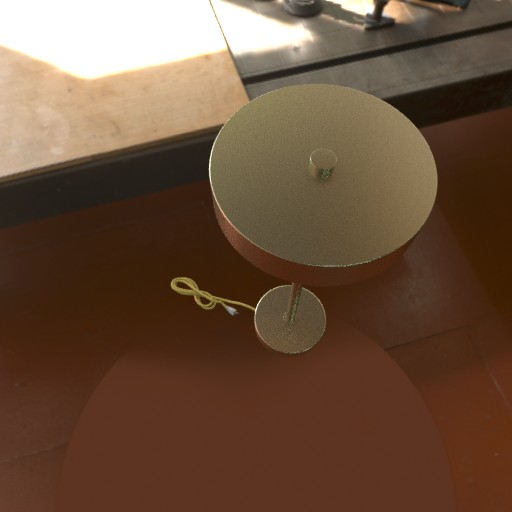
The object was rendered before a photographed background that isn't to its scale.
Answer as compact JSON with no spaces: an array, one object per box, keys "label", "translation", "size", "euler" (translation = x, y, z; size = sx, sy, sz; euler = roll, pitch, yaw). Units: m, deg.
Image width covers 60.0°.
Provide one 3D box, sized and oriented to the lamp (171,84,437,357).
[{"label":"lamp","translation":[0.000,0.000,0.675],"size":[0.369,0.508,0.229],"euler":[16,64,8]}]
